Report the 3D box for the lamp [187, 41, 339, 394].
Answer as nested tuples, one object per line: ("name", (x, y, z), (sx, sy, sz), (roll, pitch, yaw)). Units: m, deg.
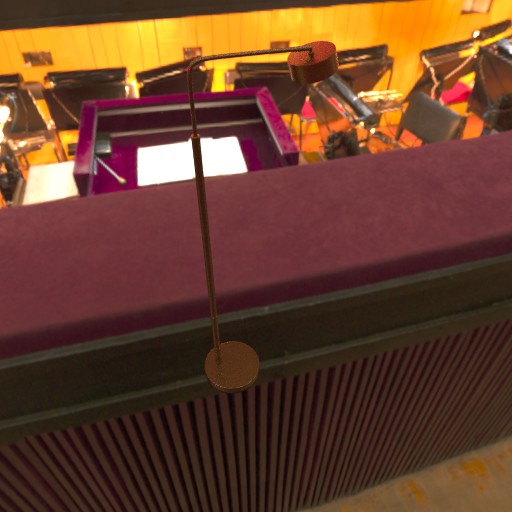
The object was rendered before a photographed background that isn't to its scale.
("lamp", (0.000, 0.000, 1.405), (0.418, 1.230, 0.219), (-10, 44, -10))
